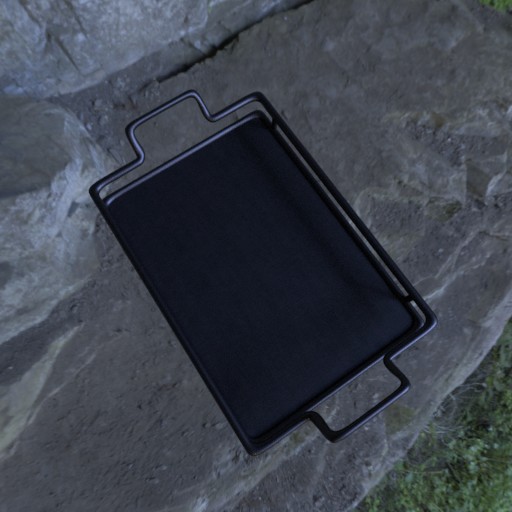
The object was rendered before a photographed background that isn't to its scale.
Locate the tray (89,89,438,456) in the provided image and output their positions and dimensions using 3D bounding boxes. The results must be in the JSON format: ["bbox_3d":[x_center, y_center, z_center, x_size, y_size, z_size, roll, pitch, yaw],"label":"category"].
[{"bbox_3d":[0.000,0.000,0.611,0.297,0.101,0.495,-33,77,-9],"label":"tray"}]
